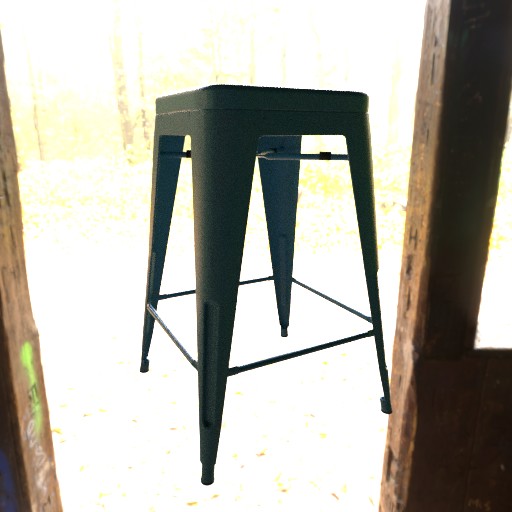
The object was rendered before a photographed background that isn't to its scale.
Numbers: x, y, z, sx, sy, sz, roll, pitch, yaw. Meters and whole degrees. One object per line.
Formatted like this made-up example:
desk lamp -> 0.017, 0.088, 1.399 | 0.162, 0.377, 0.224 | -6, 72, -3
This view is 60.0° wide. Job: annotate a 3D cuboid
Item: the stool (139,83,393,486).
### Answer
stool -> 0.000, 0.000, 0.884 | 0.410, 0.608, 0.410 | -8, 18, -27
